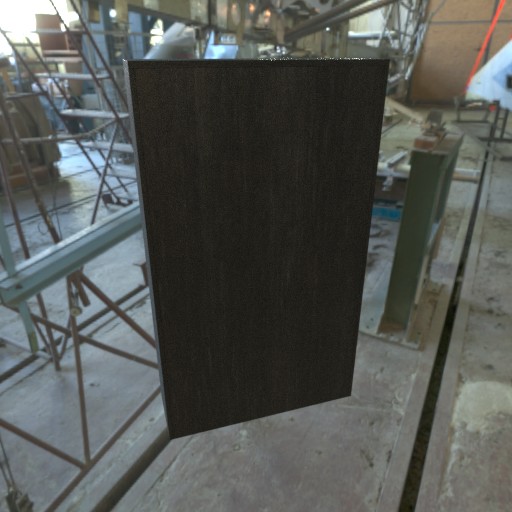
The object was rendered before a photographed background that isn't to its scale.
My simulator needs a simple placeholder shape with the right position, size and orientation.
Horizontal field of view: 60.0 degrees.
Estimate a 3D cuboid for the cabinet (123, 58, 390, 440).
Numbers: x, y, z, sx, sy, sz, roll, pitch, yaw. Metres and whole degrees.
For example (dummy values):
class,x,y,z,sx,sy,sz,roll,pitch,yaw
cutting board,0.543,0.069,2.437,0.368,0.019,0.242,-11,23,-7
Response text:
class,x,y,z,sx,sy,sz,roll,pitch,yaw
cabinet,0.000,0.000,1.576,0.750,1.280,0.250,-8,26,-16
